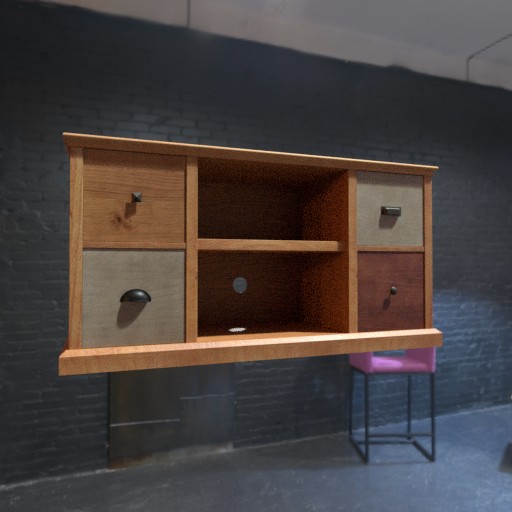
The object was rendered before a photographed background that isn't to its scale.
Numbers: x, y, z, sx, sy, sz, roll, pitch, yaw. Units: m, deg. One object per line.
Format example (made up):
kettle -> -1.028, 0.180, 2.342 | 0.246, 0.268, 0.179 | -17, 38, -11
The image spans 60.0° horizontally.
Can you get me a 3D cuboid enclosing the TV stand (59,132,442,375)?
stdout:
TV stand -> 0.000, 0.000, 1.495 | 1.181, 0.607, 0.417 | 0, -1, -20
